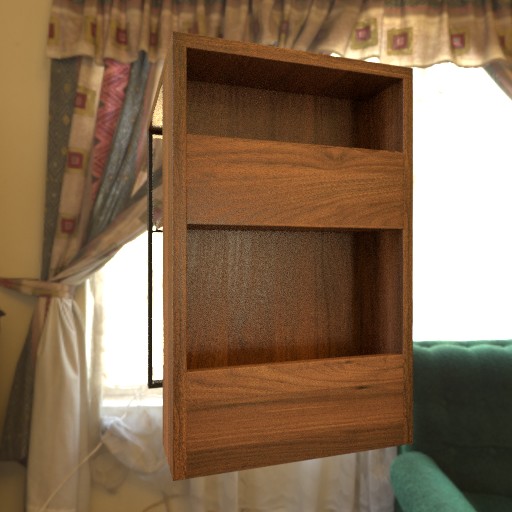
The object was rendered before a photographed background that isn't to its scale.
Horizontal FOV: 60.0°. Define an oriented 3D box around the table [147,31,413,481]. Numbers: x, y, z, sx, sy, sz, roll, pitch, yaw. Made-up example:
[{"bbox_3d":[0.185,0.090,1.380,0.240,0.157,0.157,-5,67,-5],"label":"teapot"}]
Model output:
[{"bbox_3d":[0.000,0.000,1.498,0.660,1.041,0.786,0,0,-18],"label":"table"}]
